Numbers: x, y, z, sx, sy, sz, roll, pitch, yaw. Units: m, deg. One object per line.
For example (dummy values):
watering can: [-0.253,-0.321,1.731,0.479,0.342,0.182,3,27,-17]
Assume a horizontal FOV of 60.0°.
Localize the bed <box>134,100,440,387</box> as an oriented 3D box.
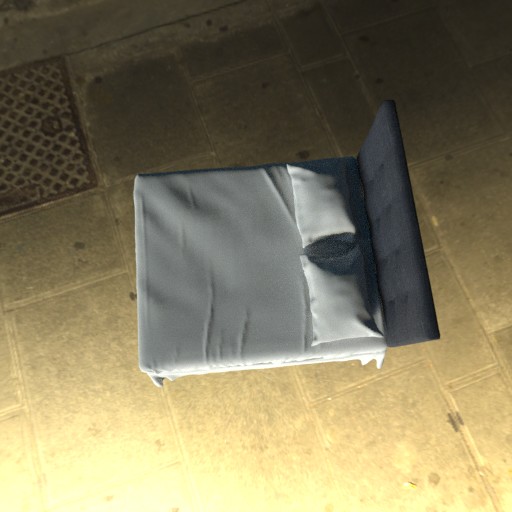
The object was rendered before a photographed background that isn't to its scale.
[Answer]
bed: [0.000,0.000,3.542,2.222,1.577,1.936,-5,75,-1]
